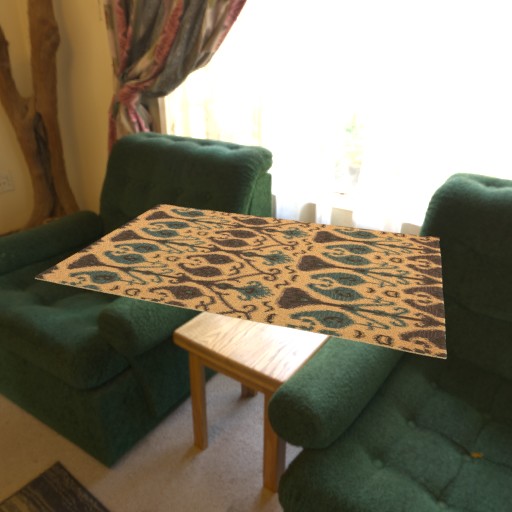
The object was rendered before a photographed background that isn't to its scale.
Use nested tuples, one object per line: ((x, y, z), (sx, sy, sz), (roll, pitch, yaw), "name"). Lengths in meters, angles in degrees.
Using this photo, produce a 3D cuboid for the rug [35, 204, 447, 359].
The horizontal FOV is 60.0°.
((0.000, 0.000, 2.155), (1.698, 0.013, 1.072), (8, 26, 17), "rug")
